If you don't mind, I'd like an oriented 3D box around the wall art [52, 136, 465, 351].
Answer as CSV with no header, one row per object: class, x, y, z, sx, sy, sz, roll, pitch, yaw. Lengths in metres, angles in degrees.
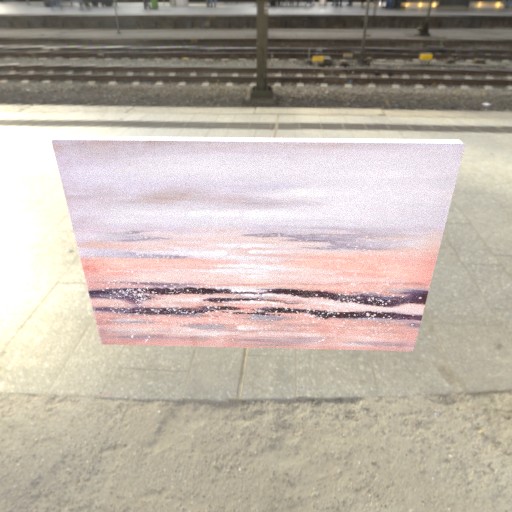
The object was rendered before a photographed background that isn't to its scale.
wall art,0.000,0.000,1.149,0.913,0.609,0.038,1,32,2
